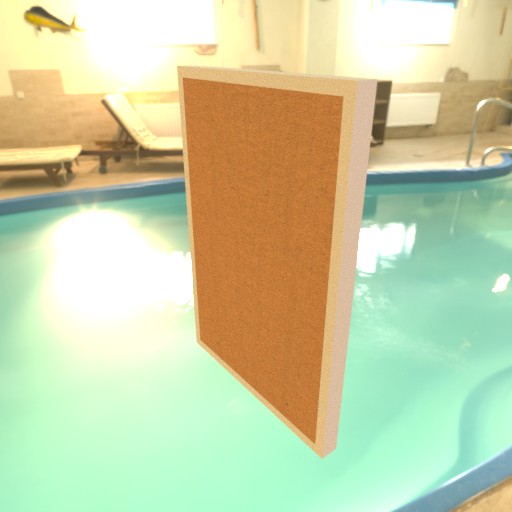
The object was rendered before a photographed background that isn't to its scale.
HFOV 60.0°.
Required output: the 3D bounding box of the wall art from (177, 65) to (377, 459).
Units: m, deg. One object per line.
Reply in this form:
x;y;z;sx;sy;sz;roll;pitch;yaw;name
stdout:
0.000;0.000;0.555;0.025;0.428;0.293;-19;32;-34;wall art
